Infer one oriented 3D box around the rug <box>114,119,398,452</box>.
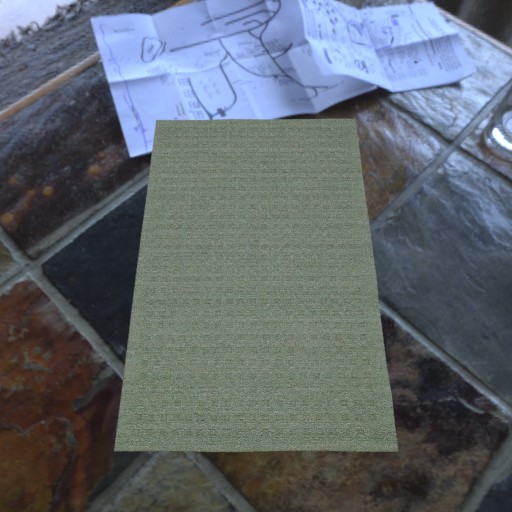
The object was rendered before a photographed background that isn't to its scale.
[{"bbox_3d":[0.000,0.000,2.158,1.143,0.006,1.747,0,64,0],"label":"rug"}]
